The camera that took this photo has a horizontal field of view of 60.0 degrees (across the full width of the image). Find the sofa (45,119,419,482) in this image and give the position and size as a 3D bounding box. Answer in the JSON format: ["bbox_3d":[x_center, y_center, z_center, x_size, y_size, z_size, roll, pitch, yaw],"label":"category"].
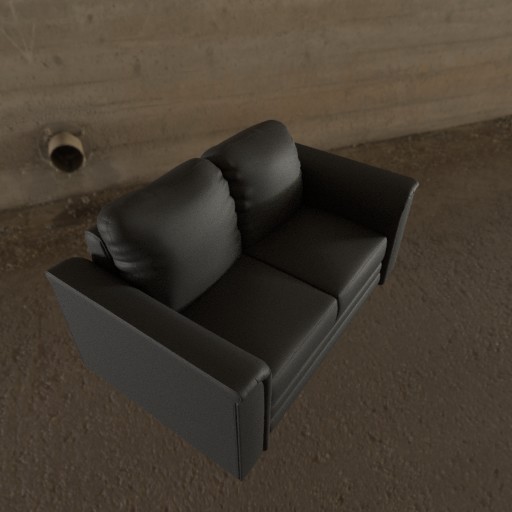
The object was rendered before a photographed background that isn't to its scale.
[{"bbox_3d":[0.000,0.000,1.940,0.887,0.845,1.386,25,46,26],"label":"sofa"}]
